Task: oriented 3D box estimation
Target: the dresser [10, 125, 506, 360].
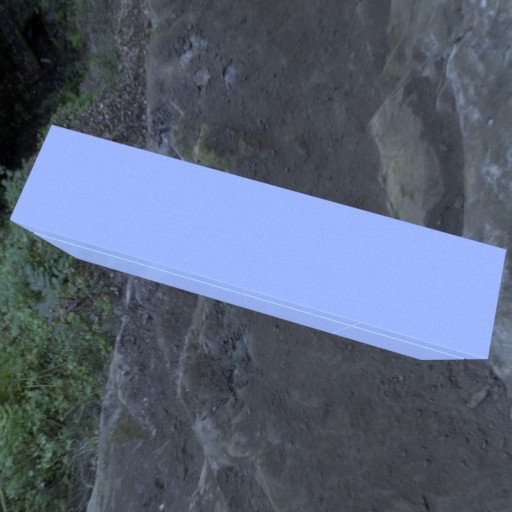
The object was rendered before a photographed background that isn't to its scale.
[{"bbox_3d":[0.000,0.000,2.418,2.200,0.840,0.500,16,77,4],"label":"dresser"}]
